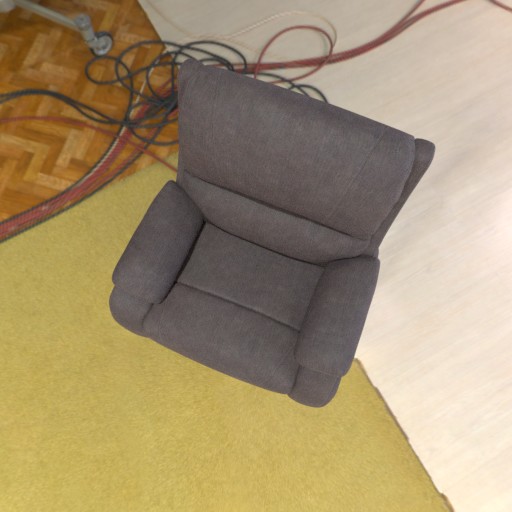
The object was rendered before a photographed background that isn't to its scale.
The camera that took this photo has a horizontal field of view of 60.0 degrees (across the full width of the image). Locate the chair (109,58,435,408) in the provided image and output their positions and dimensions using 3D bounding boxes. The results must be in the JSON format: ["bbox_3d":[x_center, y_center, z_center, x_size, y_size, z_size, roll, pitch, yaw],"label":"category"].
[{"bbox_3d":[0.000,0.000,1.696,0.930,1.011,0.899,21,76,6],"label":"chair"}]
